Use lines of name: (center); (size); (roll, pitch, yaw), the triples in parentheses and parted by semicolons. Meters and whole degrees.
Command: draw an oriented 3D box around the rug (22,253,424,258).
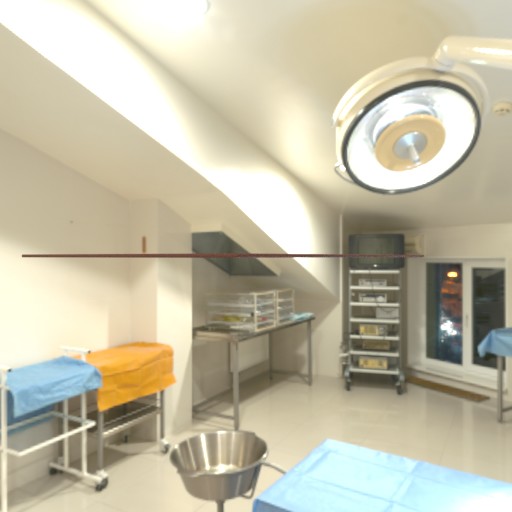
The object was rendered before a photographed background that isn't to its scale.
rug: (0.000, 0.000, 5.823); (3.033, 0.033, 4.578); (0, 0, 36)
